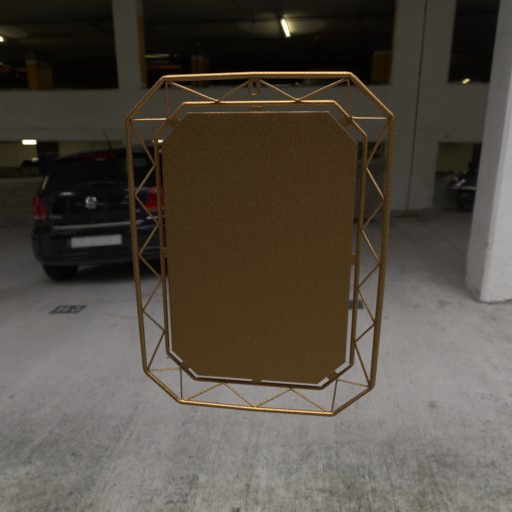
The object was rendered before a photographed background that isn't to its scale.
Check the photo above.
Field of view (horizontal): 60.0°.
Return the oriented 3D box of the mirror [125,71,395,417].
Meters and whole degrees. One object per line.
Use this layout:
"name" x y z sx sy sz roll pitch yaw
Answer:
"mirror" 0.000 0.000 0.736 0.417 0.566 0.042 2 15 8
